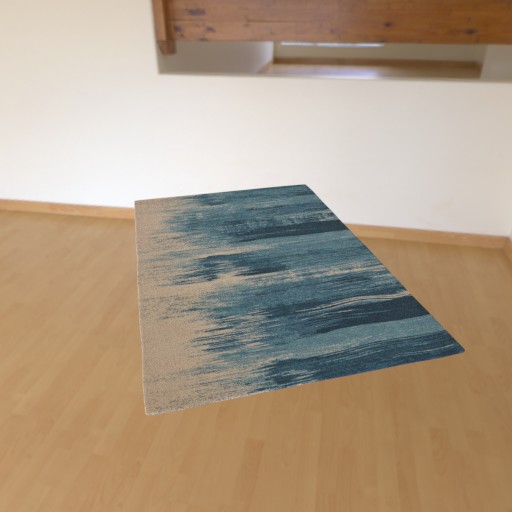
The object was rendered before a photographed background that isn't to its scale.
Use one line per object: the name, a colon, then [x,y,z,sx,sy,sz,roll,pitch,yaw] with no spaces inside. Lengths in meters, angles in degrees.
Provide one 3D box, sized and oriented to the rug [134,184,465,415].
rug: [0.000,0.000,2.354,1.232,0.009,1.836,-7,31,-12]
